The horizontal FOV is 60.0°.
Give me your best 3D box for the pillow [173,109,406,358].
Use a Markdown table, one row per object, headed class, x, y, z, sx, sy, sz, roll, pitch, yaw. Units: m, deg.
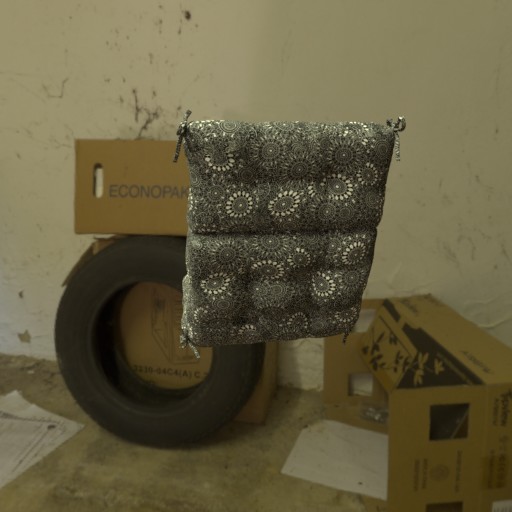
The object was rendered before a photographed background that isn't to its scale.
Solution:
| class | x | y | z | sx | sy | sz | roll | pitch | yaw |
| --- | --- | --- | --- | --- | --- | --- | --- | --- | --- |
| pillow | 0.000 | 0.000 | 1.500 | 0.526 | 0.863 | 1.016 | -2 | 13 | -9 |
